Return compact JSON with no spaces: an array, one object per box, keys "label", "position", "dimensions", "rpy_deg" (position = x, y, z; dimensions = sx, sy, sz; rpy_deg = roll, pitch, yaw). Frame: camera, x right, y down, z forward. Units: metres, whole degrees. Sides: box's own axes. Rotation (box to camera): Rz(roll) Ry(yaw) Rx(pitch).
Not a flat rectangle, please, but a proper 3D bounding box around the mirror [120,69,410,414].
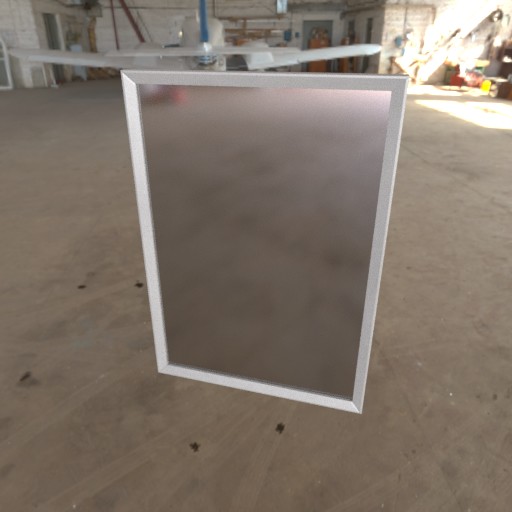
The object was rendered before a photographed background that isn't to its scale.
[{"label":"mirror","position":[0.000,0.000,0.924],"dimensions":[0.507,0.710,0.039],"rpy_deg":[7,27,14]}]
